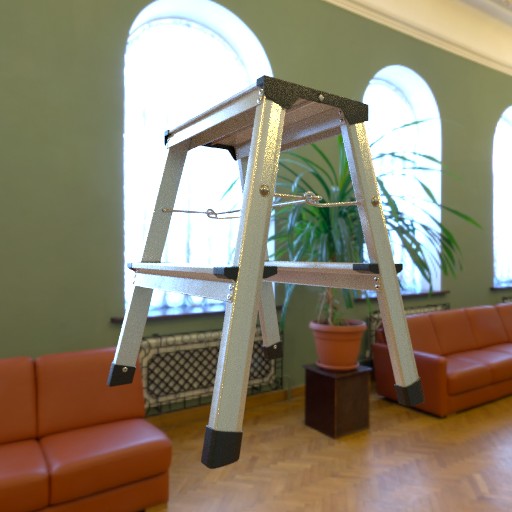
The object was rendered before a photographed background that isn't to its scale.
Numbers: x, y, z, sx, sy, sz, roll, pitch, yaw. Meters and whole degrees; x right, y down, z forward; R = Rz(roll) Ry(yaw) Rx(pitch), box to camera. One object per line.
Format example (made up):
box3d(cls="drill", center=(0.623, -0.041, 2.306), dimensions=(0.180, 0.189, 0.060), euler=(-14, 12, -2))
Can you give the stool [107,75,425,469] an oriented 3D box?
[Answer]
box3d(cls="stool", center=(0.000, 0.000, 0.778), dimensions=(0.405, 0.480, 0.404), euler=(0, 0, -35))
